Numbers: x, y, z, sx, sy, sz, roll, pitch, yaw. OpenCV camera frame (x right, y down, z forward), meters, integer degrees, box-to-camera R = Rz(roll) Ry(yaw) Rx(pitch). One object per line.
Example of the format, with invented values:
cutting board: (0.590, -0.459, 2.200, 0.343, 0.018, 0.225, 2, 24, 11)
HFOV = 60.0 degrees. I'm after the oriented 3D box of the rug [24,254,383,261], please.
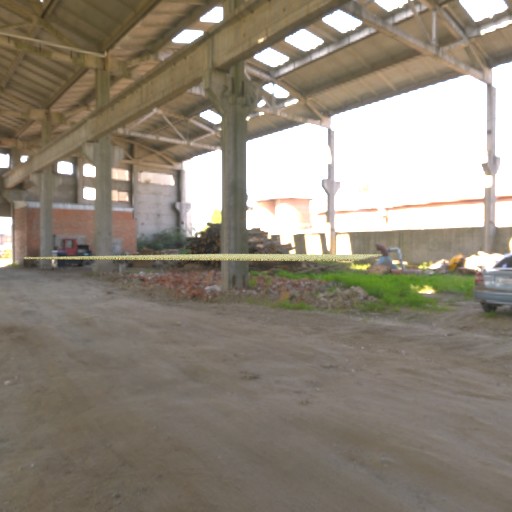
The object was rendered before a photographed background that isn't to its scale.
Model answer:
rug: (0.000, 0.000, 2.197, 1.143, 0.006, 1.747, 0, 1, 18)
